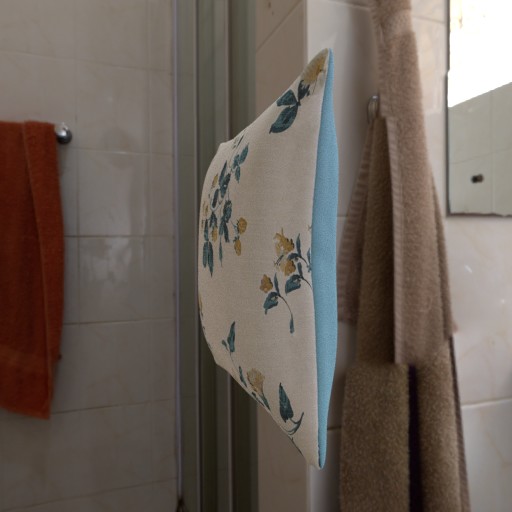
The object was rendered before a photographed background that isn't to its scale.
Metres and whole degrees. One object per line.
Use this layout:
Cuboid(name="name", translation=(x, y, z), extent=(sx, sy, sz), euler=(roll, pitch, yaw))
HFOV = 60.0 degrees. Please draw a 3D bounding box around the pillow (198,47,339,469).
Cuboid(name="pillow", translation=(0.000, 0.000, 0.778), extent=(0.166, 0.507, 0.526), euler=(0, 1, -18))
